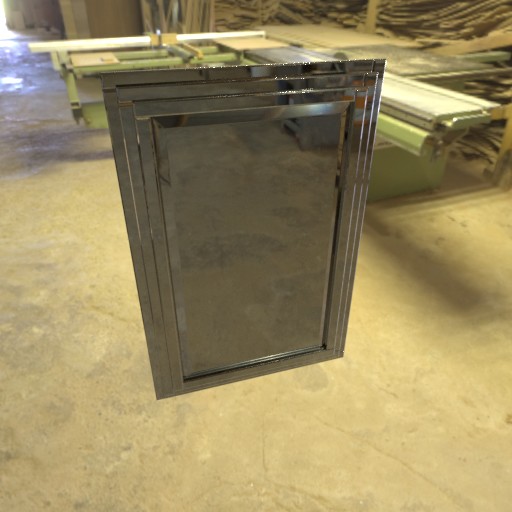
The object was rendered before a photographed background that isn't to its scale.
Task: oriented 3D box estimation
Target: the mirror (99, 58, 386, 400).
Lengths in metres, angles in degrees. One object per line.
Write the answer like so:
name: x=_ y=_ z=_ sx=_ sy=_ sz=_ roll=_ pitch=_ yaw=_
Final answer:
mirror: x=0.000 y=0.000 z=1.147 sx=0.613 sy=0.914 sz=0.039 roll=-9 pitch=33 yaw=-14
